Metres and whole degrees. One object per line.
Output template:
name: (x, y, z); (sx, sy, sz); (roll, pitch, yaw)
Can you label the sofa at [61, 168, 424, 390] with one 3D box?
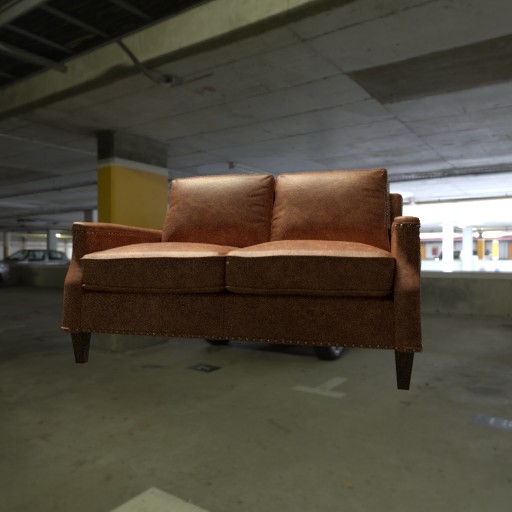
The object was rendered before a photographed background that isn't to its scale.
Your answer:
sofa: (0.000, 0.000, 2.339); (1.597, 1.003, 1.084); (0, 0, 17)
